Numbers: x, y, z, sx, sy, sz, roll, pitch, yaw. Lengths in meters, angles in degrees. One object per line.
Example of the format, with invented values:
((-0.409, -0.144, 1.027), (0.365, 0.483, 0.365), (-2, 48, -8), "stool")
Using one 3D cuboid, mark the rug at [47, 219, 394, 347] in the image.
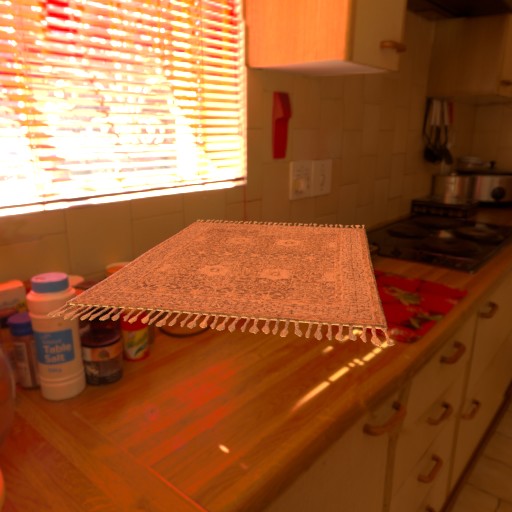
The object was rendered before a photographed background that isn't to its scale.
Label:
((0.000, 0.000, 3.120), (1.619, 0.023, 2.465), (3, 16, 10), "rug")
